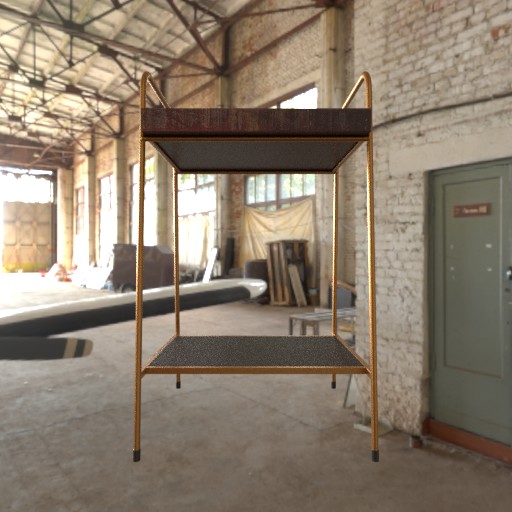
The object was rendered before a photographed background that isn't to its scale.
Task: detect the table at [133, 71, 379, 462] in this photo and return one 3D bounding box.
[{"bbox_3d":[0.000,0.000,0.979,0.430,0.710,0.430,0,0,0],"label":"table"}]
